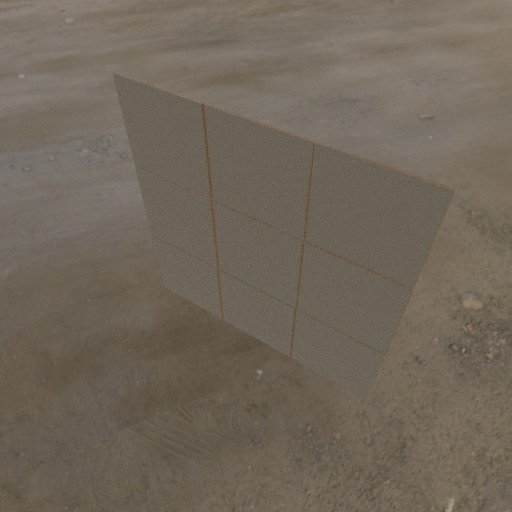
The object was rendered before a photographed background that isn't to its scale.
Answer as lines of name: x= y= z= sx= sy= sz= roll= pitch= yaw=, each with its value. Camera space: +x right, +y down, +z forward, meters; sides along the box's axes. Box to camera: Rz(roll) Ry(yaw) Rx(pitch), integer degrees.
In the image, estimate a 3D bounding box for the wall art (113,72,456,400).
wall art: x=0.000 y=0.000 z=1.361 sx=0.919 sy=0.917 sz=0.010 roll=26 pitch=52 yaw=22
